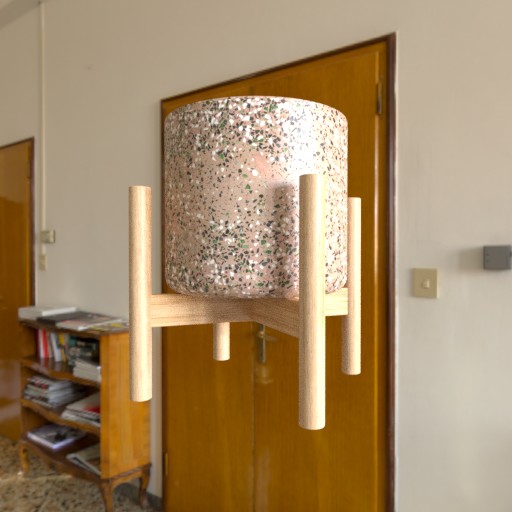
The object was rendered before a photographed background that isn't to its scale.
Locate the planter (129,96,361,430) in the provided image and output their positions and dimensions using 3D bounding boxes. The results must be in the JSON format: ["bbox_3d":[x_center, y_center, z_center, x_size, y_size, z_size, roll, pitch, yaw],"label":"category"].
[{"bbox_3d":[0.000,0.000,0.552,0.284,0.320,0.284,0,1,0],"label":"planter"}]
